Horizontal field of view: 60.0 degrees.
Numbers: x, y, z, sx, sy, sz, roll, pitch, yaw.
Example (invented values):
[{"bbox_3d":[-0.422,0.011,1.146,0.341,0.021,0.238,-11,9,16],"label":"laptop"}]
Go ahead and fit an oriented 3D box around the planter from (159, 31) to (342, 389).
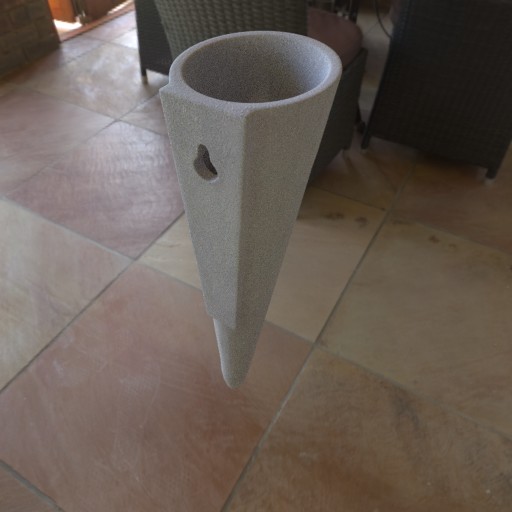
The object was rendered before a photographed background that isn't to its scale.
[{"bbox_3d":[0.000,0.000,0.300,0.078,0.259,0.087,25,52,22],"label":"planter"}]
